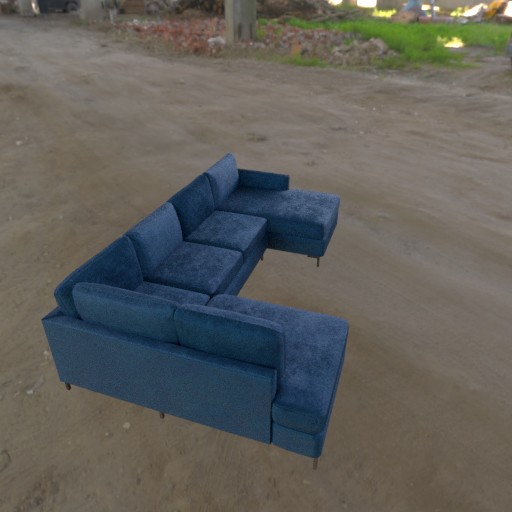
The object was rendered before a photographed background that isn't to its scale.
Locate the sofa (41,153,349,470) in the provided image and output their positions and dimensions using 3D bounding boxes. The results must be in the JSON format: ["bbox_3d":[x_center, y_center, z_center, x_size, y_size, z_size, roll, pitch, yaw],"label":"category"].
[{"bbox_3d":[0.000,0.000,4.319,2.055,0.992,3.434,10,32,16],"label":"sofa"}]
